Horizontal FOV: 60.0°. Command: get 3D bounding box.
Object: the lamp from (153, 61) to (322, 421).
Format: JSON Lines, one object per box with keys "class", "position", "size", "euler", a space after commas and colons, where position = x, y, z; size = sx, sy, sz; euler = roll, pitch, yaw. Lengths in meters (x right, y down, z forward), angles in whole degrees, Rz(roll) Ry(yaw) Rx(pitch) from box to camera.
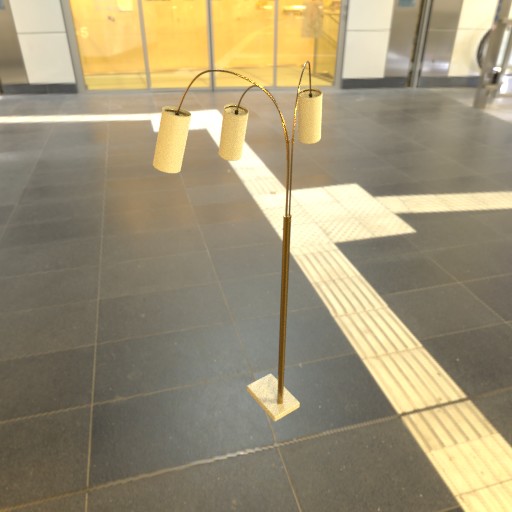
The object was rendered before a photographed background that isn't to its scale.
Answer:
{"class": "lamp", "position": [0.000, 0.000, 2.561], "size": [1.020, 2.055, 0.667], "euler": [-19, 36, -29]}
